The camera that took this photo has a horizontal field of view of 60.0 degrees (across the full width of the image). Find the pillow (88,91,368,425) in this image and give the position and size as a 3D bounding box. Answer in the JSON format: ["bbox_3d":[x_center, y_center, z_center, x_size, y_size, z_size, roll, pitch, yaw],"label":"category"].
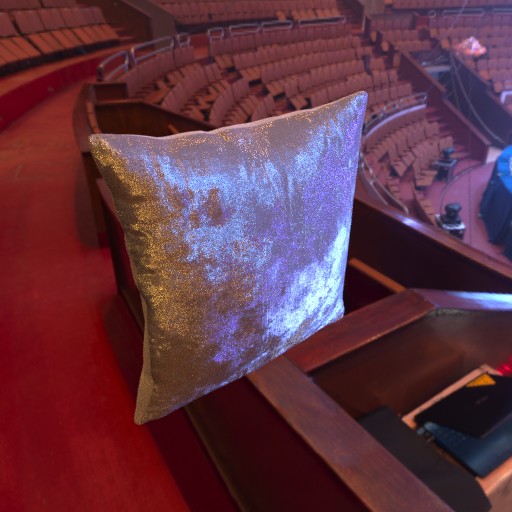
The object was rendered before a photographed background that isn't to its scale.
[{"bbox_3d":[0.000,0.000,0.709,0.470,0.464,0.175,-22,36,-34],"label":"pillow"}]
